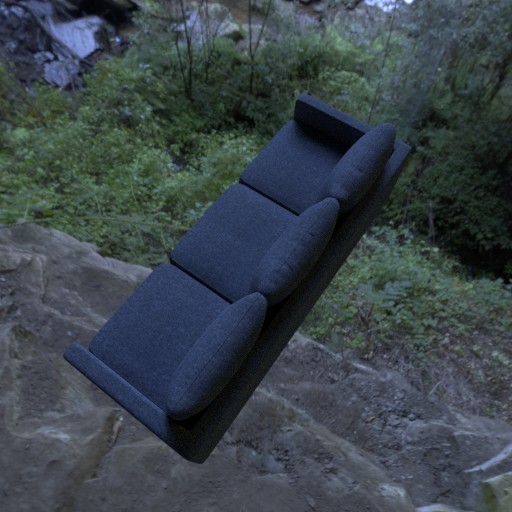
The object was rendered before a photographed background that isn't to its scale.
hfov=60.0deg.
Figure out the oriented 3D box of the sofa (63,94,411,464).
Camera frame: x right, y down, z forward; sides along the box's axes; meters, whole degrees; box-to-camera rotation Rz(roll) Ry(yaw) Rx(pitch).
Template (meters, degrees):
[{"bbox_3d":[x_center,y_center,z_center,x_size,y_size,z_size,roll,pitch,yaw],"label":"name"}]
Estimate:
[{"bbox_3d":[0.000,0.000,2.694,0.859,0.874,2.218,33,68,15],"label":"sofa"}]
